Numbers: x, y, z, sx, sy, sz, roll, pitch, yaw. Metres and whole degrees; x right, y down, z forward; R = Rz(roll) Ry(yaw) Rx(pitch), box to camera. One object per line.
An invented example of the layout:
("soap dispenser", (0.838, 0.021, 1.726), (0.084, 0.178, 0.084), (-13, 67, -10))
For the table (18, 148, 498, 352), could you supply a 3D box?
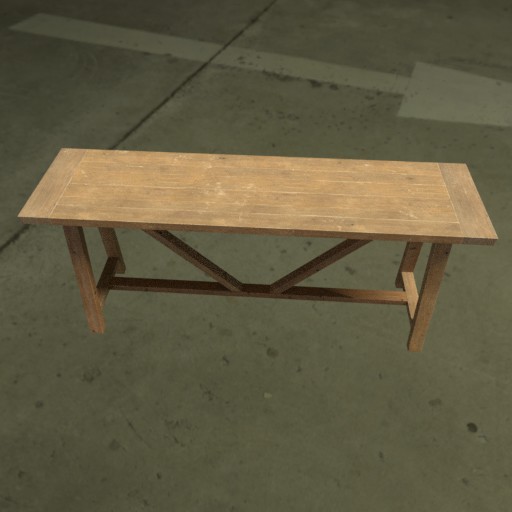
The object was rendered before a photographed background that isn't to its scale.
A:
("table", (0.000, 0.000, 2.109), (1.800, 0.810, 0.465), (3, 47, 3))
